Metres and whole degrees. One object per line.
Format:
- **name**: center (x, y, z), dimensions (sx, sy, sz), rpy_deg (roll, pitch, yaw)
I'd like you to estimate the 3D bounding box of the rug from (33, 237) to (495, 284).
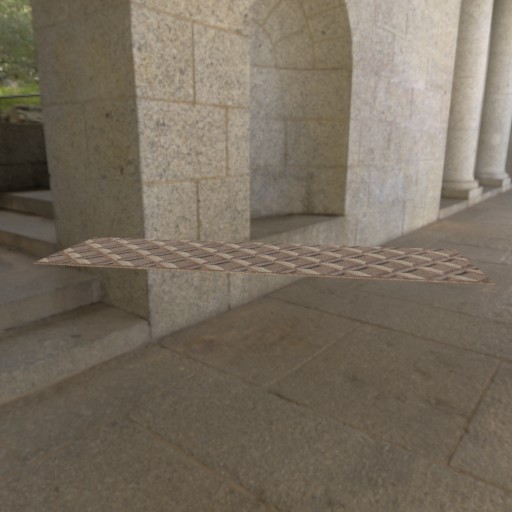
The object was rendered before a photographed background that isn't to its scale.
- **rug**: center (0.000, 0.000, 2.640), dimensions (2.437, 0.013, 0.685), rpy_deg (2, 15, 9)
